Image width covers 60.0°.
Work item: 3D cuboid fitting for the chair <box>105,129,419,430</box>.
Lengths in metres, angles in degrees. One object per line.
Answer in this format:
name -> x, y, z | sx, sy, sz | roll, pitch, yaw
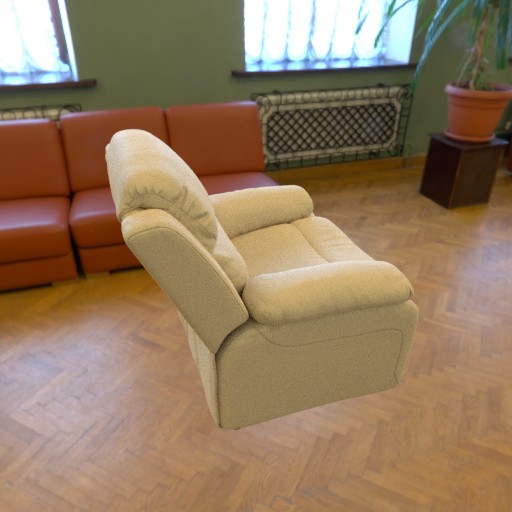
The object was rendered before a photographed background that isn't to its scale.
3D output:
chair -> 0.000, 0.000, 1.249 | 0.709, 0.702, 0.680 | -10, 32, -17
